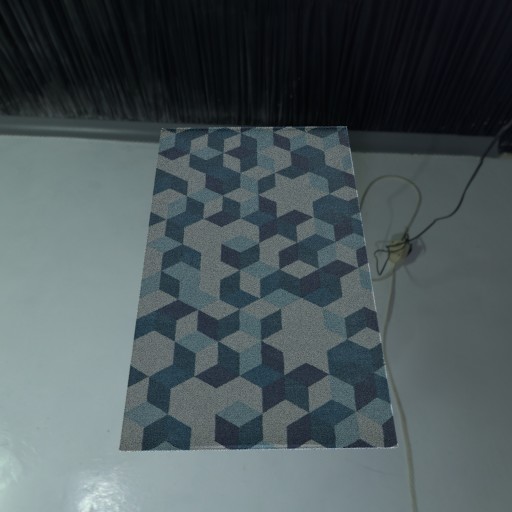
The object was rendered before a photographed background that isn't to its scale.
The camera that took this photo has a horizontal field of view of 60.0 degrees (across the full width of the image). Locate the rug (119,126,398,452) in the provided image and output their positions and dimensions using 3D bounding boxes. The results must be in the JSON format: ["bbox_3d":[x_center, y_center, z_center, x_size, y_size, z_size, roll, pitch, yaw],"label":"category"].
[{"bbox_3d":[0.000,0.000,3.022,1.518,0.015,2.438,-1,60,0],"label":"rug"}]
